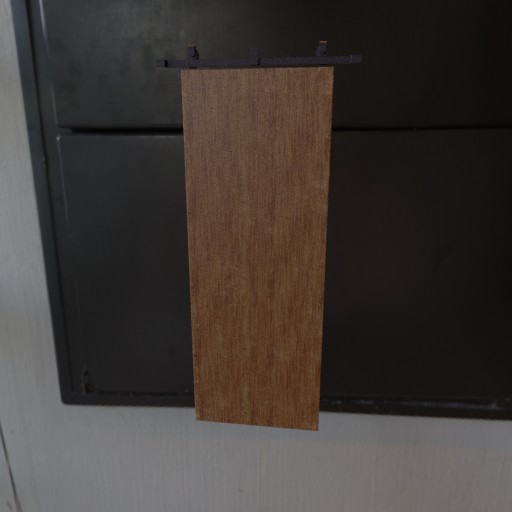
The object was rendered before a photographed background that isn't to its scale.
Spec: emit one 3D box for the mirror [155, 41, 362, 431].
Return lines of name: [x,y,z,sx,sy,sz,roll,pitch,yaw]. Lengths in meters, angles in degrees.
mirror: [0.000,0.000,2.036,0.847,1.793,0.042,2,15,8]
